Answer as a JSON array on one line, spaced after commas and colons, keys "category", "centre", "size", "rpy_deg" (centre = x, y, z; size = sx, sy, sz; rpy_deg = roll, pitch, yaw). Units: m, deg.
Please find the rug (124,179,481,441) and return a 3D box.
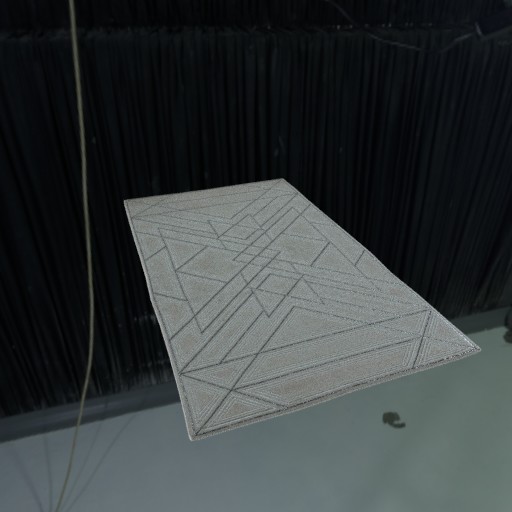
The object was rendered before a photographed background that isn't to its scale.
[{"category": "rug", "centre": [0.000, 0.000, 1.031], "size": [0.511, 0.008, 0.869], "rpy_deg": [-11, 32, -17]}]
